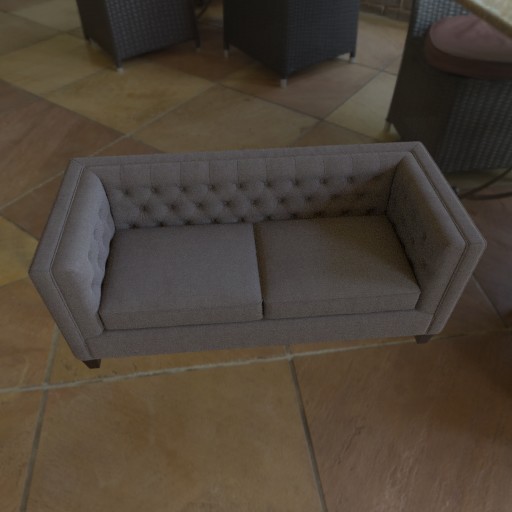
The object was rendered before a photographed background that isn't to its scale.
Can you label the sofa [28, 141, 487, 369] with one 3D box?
[{"bbox_3d":[0.000,0.000,2.231,1.778,0.762,0.775,-4,46,-3],"label":"sofa"}]
